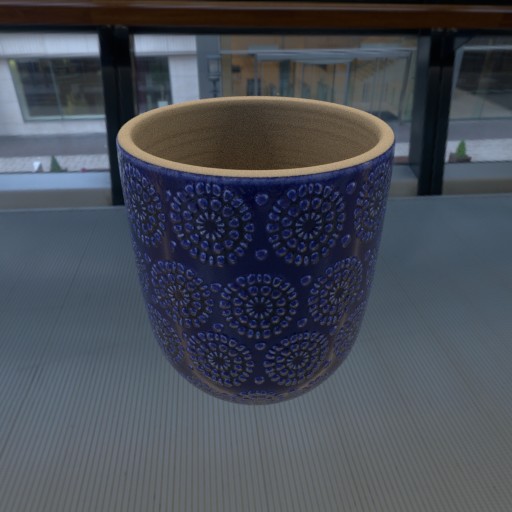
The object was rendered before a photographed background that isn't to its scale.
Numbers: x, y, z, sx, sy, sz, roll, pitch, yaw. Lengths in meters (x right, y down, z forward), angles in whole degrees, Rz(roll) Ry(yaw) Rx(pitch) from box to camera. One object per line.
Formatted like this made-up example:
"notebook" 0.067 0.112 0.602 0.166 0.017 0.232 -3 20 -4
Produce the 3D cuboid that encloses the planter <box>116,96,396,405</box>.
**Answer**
"planter" 0.000 0.000 0.350 0.184 0.206 0.184 0 32 0
